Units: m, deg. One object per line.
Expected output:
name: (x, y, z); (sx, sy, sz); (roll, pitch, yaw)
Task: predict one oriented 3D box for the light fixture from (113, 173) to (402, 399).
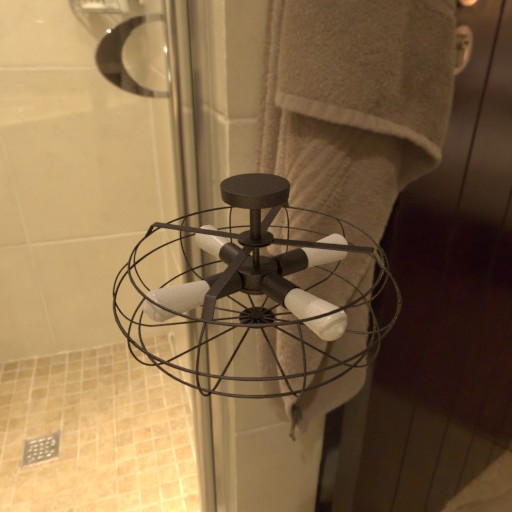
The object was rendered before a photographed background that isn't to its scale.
light fixture: (0.000, 0.000, 0.906); (0.582, 0.311, 0.582); (0, 27, 0)
